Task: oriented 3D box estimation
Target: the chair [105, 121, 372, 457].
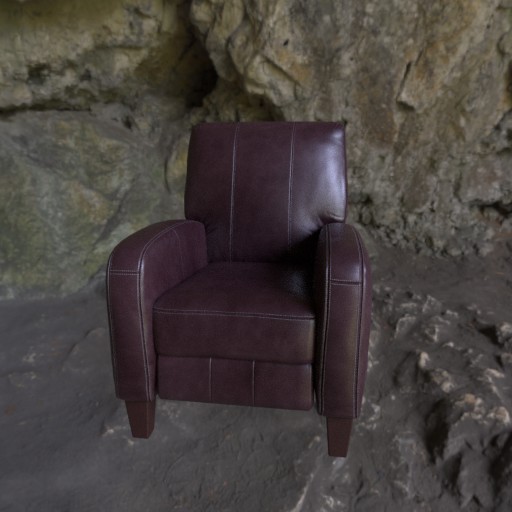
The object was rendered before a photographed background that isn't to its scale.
[{"bbox_3d":[0.000,0.000,1.637,0.762,0.990,0.990,2,14,8],"label":"chair"}]
